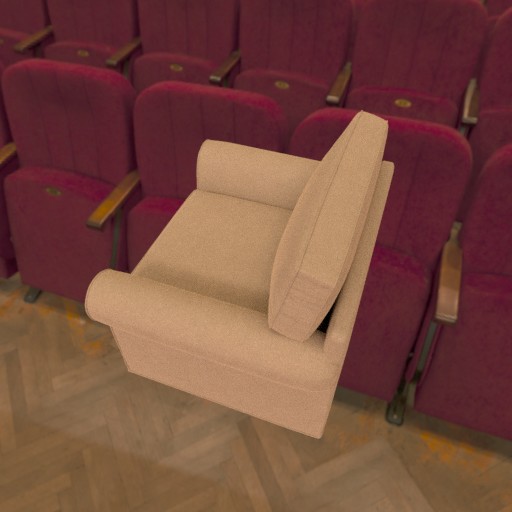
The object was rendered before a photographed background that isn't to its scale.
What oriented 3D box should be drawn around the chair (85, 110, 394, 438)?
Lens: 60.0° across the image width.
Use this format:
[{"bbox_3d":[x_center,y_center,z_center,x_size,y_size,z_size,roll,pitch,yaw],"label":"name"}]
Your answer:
[{"bbox_3d":[0.000,0.000,1.769,0.863,0.955,1.040,15,49,14],"label":"chair"}]
